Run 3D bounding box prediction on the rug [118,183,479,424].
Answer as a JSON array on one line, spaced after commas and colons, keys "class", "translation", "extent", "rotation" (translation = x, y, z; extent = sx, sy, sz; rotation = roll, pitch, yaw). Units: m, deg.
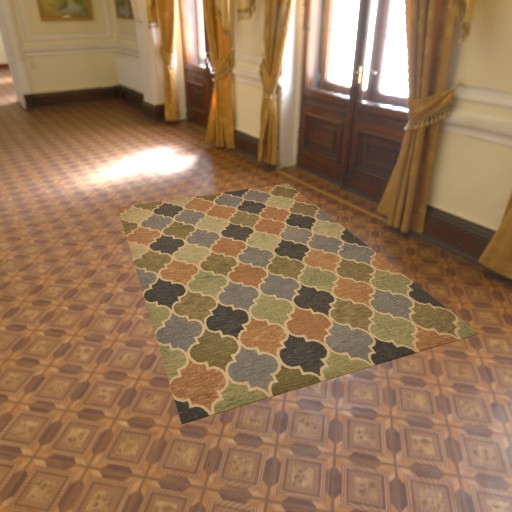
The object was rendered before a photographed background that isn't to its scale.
[{"class": "rug", "translation": [0.000, 0.000, 2.918], "extent": [1.521, 0.006, 2.284], "rotation": [-11, 32, -18]}]
